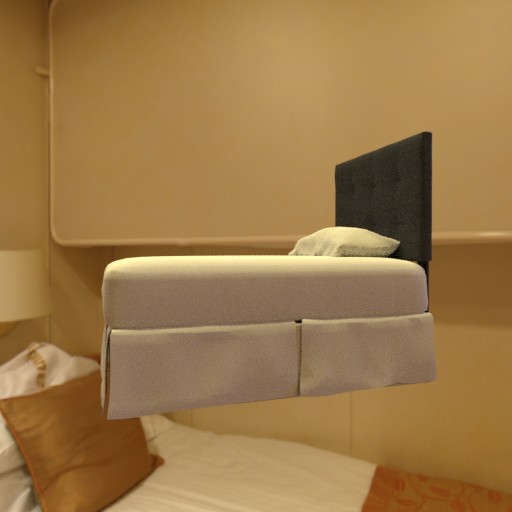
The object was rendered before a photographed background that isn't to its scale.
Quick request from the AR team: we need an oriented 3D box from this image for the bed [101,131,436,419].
[{"bbox_3d":[0.000,0.000,3.005,1.997,1.571,1.261,0,0,-19],"label":"bed"}]
